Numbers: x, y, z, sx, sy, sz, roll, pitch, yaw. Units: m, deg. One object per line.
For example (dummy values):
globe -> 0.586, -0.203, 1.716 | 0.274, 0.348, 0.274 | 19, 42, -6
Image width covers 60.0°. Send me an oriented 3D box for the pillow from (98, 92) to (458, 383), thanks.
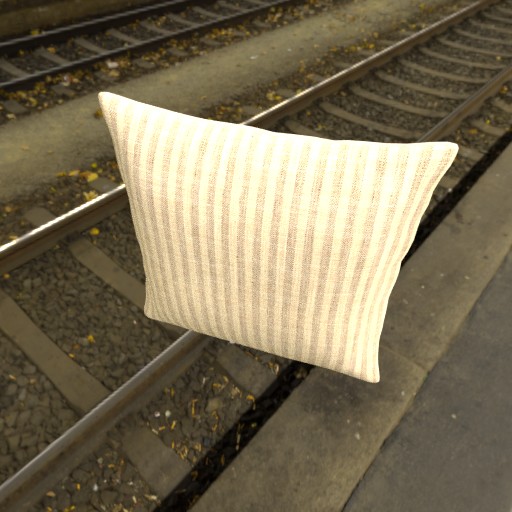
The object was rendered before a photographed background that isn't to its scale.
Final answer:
pillow -> 0.000, 0.000, 0.773 | 0.523, 0.510, 0.166 | 13, 44, 14
